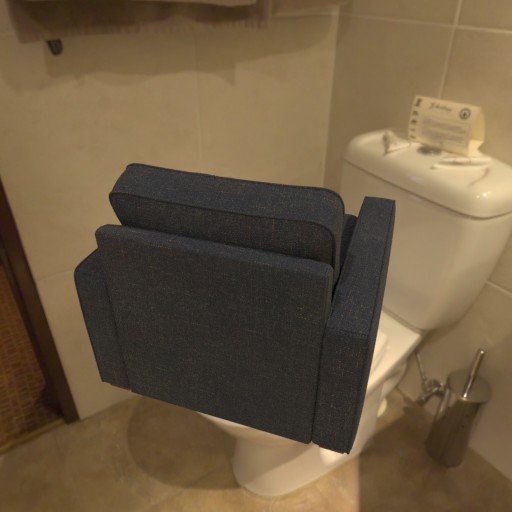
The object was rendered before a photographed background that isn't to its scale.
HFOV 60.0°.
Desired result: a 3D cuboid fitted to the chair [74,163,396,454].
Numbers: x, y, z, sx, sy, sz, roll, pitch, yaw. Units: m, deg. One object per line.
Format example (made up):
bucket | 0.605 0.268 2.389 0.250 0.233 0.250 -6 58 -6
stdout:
chair | 0.000 0.000 1.765 1.017 0.919 0.940 11 34 16
